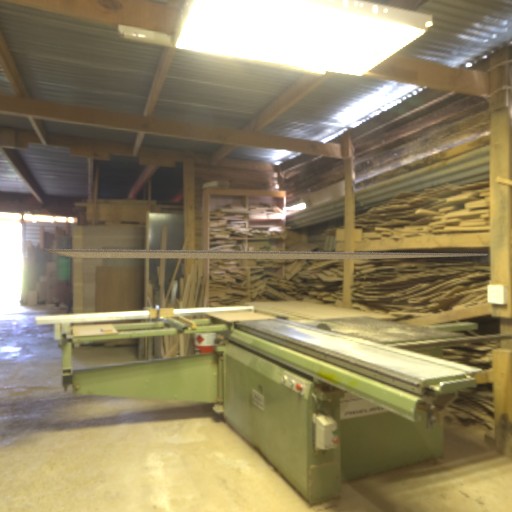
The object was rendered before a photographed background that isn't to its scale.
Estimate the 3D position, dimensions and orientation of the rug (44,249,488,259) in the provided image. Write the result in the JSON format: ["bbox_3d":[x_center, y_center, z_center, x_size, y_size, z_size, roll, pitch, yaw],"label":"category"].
[{"bbox_3d":[0.000,0.000,3.003,2.438,0.011,1.524,0,-1,-18],"label":"rug"}]
